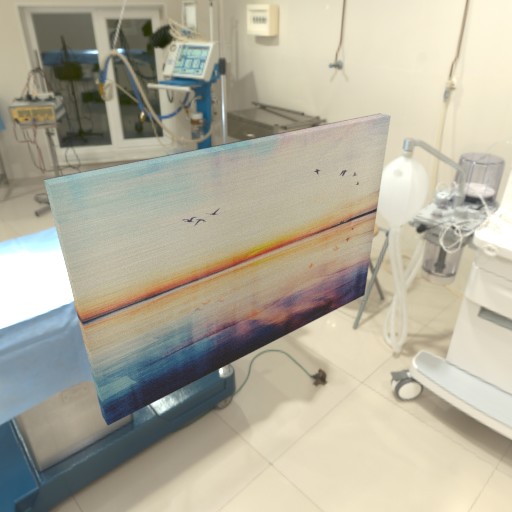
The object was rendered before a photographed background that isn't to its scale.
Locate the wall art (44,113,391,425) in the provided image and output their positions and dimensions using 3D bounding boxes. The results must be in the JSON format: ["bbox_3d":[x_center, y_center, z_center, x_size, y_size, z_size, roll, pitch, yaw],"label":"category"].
[{"bbox_3d":[0.000,0.000,1.157,0.911,0.605,0.037,-20,35,-31],"label":"wall art"}]
